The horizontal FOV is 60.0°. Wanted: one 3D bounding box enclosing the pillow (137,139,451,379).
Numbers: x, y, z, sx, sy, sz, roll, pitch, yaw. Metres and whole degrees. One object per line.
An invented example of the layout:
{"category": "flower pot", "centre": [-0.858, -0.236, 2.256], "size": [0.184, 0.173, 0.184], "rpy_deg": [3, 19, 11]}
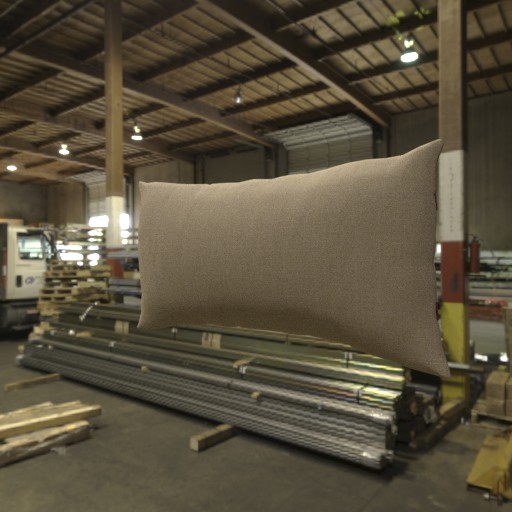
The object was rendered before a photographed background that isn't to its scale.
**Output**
{"category": "pillow", "centre": [0.000, 0.000, 0.739], "size": [0.612, 0.308, 0.148], "rpy_deg": [0, 0, 37]}
